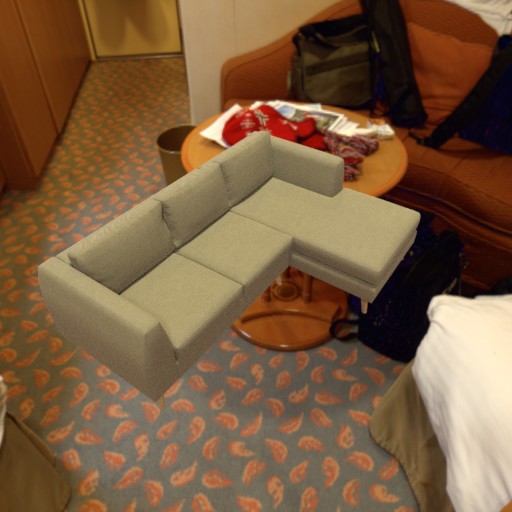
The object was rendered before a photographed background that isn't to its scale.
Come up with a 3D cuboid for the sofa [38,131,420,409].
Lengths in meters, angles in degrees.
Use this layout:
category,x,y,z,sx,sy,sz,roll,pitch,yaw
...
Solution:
category,x,y,z,sx,sy,sz,roll,pitch,yaw
sofa,0.000,0.000,3.115,1.580,0.860,2.300,25,47,26
